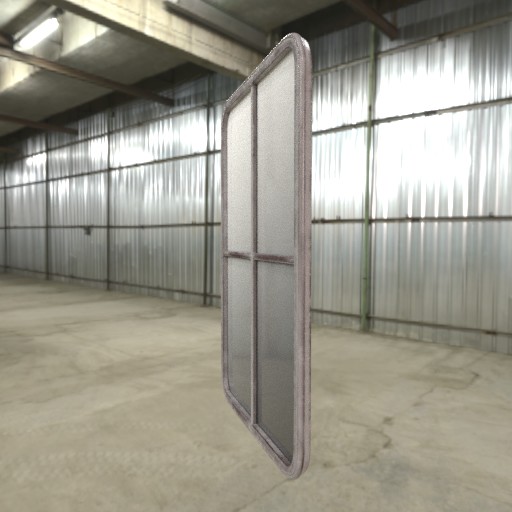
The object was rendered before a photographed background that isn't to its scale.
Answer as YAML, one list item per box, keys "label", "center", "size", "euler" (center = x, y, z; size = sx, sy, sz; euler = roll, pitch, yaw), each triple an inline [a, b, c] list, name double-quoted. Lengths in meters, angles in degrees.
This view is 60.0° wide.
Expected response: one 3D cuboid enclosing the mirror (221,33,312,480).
- label: "mirror"
  center: [0.000, 0.000, 0.881]
  size: [0.024, 0.713, 0.461]
  euler: [-1, 2, -19]
